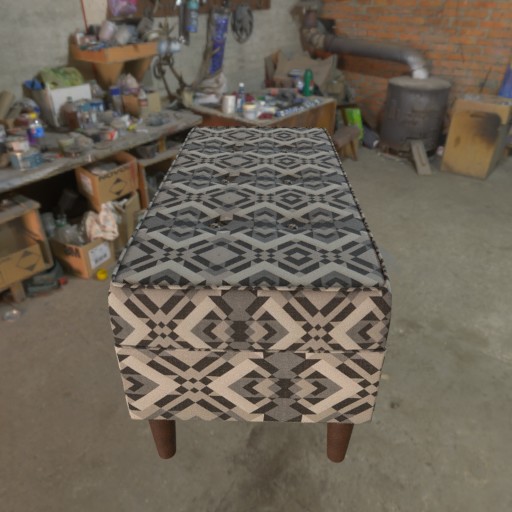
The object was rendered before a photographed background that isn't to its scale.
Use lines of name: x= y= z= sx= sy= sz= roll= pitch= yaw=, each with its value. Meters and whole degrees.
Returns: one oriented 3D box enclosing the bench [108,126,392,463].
bench: x=0.000 y=0.000 z=1.256 sx=0.492 sy=0.477 sz=1.016 roll=1 pitch=31 yaw=1
